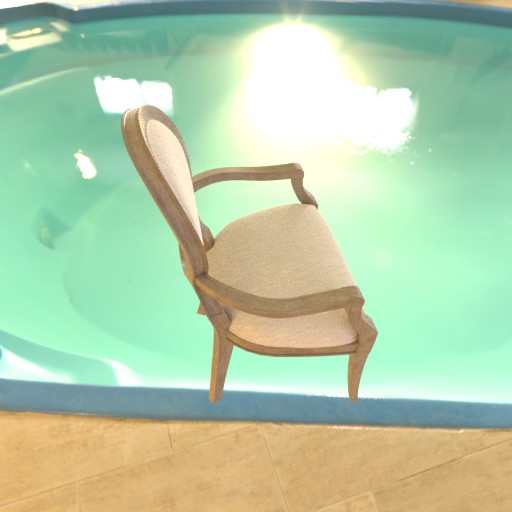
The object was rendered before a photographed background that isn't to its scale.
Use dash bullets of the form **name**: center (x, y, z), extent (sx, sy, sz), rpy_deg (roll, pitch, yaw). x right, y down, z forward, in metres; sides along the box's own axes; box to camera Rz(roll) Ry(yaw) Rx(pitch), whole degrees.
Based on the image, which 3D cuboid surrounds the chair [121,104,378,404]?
- **chair**: center (0.000, 0.000, 1.361), extent (0.602, 0.991, 0.611), rpy_deg (-9, 47, -8)
